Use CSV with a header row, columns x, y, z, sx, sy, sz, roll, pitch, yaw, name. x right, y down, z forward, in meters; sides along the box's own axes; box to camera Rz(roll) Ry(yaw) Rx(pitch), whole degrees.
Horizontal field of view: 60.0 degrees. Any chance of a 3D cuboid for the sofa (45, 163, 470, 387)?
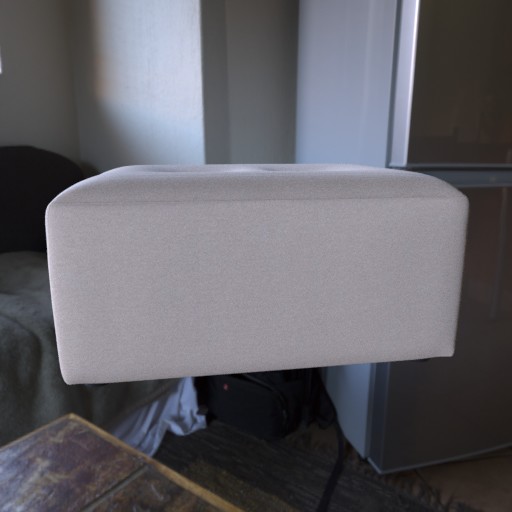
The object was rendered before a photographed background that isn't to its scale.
x,y,z,sx,sy,sz,roll,pitch,yaw,name
0.000,0.000,1.193,0.930,0.470,0.480,-2,15,-8,sofa
